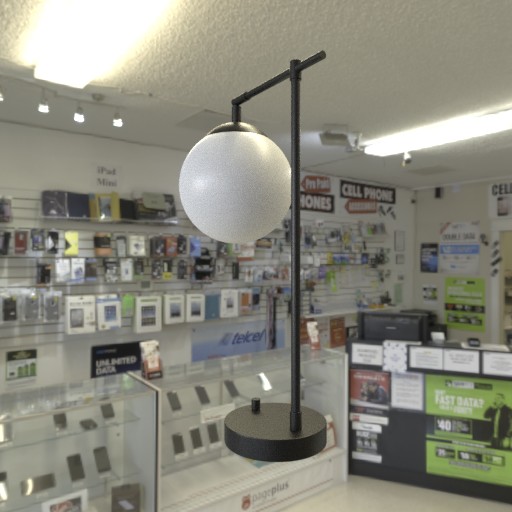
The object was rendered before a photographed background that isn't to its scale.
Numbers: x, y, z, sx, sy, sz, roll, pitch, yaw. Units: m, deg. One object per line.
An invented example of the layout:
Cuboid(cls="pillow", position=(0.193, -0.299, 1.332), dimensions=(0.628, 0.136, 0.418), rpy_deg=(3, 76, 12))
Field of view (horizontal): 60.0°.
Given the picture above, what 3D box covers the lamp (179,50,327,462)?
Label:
Cuboid(cls="lamp", position=(0.000, 0.000, 0.720), dimensions=(0.197, 0.559, 0.316), rpy_deg=(0, 0, -35))
